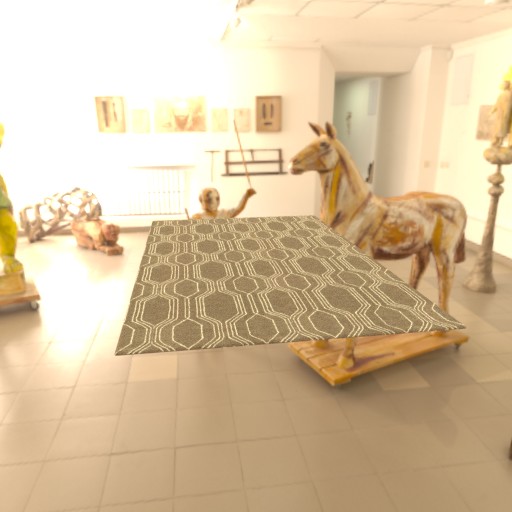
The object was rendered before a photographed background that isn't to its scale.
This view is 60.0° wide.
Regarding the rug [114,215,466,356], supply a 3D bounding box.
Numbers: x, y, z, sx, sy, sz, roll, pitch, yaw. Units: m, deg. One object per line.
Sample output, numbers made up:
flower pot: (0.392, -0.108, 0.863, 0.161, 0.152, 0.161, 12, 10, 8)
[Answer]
rug: (0.000, 0.000, 3.047, 1.541, 0.012, 2.457, -3, 17, -9)
